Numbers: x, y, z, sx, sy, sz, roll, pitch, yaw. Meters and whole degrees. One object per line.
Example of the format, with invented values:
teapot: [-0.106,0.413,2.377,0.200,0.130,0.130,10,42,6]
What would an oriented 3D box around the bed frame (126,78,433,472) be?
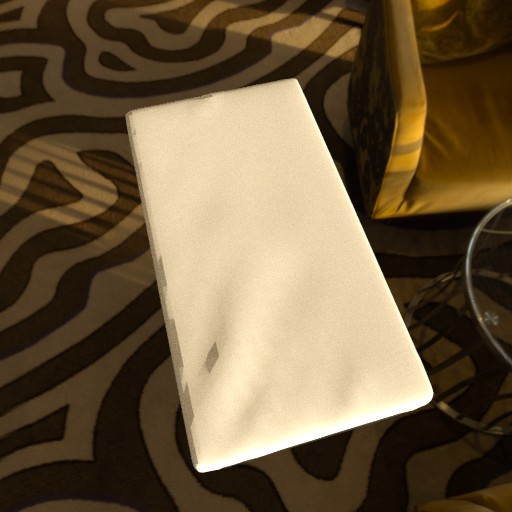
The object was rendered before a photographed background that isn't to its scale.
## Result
bed frame: [0.000,0.000,2.377,1.025,0.640,1.908,-14,65,-7]
